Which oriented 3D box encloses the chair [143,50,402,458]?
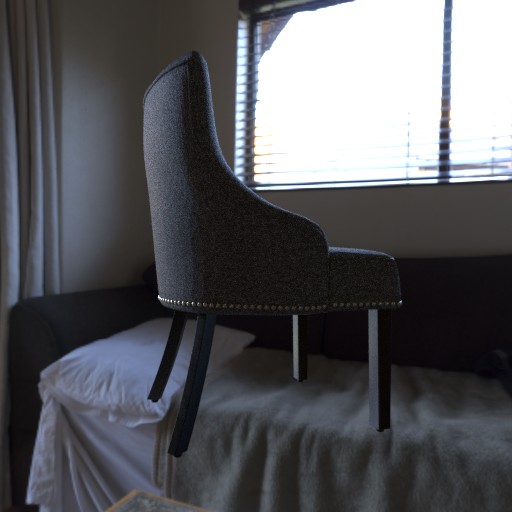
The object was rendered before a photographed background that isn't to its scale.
[{"bbox_3d":[0.000,0.000,1.284,0.629,0.909,0.566,0,1,-20],"label":"chair"}]
